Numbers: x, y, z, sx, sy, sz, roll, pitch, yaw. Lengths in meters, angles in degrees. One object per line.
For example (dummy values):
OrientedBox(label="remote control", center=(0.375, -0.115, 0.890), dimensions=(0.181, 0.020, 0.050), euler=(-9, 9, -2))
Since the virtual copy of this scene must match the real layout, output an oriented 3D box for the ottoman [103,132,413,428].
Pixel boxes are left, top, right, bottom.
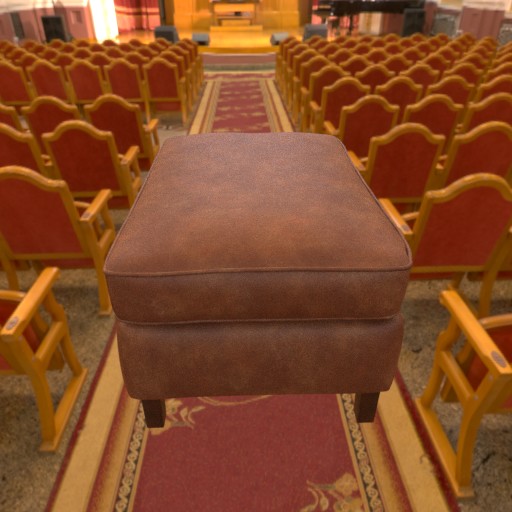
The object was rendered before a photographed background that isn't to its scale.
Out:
OrientedBox(label="ottoman", center=(0.000, 0.000, 0.995), dimensions=(0.501, 0.418, 0.665), euler=(-1, 32, -1))
